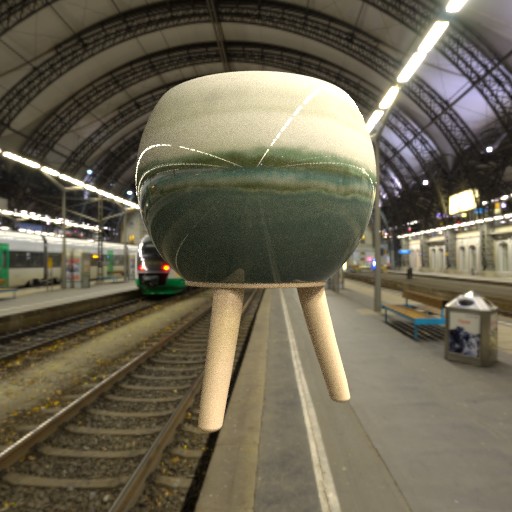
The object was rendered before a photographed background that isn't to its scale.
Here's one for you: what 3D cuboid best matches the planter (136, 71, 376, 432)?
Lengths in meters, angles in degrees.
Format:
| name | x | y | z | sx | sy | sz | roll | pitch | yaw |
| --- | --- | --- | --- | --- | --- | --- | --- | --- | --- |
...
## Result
| name | x | y | z | sx | sy | sz | roll | pitch | yaw |
| --- | --- | --- | --- | --- | --- | --- | --- | --- | --- |
| planter | 0.000 | 0.000 | 0.422 | 0.222 | 0.278 | 0.222 | 0 | -1 | 0 |
